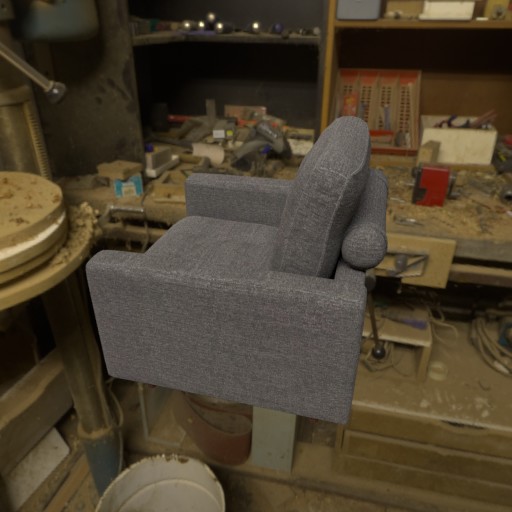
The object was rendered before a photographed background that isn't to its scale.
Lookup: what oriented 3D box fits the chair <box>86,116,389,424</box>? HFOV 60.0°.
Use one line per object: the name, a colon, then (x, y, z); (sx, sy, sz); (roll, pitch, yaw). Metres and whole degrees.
chair: (0.000, 0.000, 1.559); (0.843, 0.880, 0.821); (7, 30, 13)
